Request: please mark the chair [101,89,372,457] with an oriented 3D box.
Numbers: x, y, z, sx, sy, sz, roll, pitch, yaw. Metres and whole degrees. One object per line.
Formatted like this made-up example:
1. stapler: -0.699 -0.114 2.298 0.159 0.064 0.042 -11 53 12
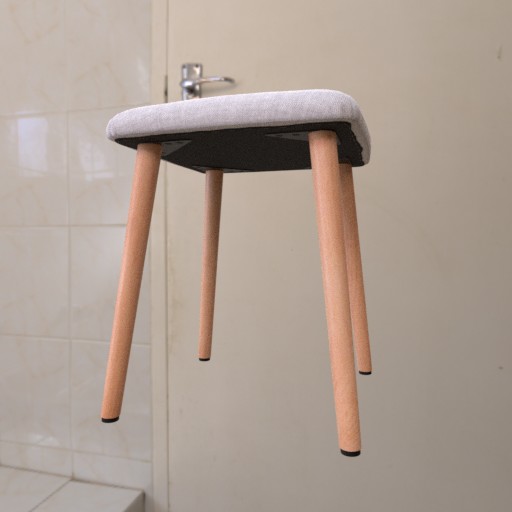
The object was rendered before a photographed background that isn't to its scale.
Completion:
1. chair: 0.000 0.000 0.705 0.350 0.440 0.350 1 2 17
